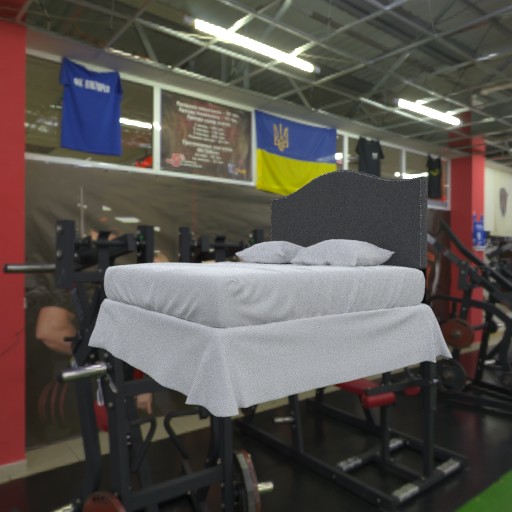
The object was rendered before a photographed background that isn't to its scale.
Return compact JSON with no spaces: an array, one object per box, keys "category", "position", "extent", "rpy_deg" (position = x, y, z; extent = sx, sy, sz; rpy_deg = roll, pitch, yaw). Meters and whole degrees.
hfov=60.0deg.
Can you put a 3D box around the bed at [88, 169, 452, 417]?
[{"category":"bed","position":[0.000,0.000,3.756],"extent":[2.219,1.651,2.314],"rpy_deg":[0,1,-36]}]
